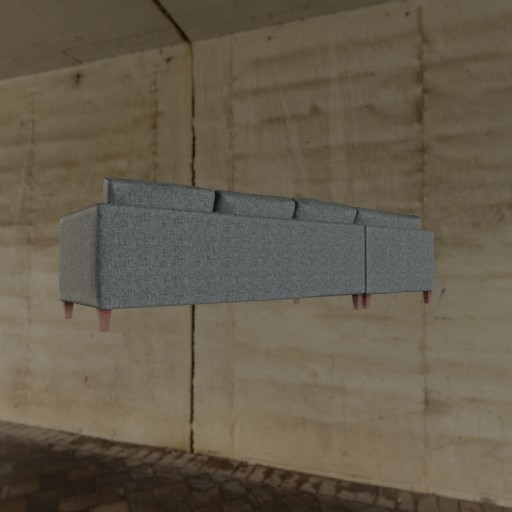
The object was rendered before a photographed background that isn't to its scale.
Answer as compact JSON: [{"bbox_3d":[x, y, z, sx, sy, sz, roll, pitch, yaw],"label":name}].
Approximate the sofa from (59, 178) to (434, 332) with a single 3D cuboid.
[{"bbox_3d":[0.000,0.000,4.201,3.485,0.960,1.635,1,-2,-37],"label":"sofa"}]
